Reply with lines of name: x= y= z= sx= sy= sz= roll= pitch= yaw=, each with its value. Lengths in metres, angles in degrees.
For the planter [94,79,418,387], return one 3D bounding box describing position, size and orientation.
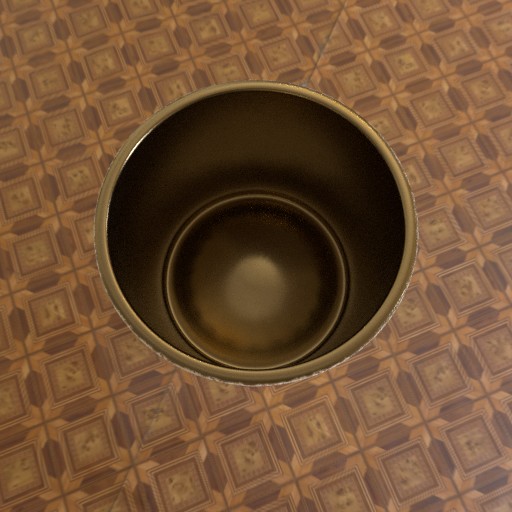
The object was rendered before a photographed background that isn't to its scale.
planter: x=0.000 y=0.000 z=0.445 sx=0.254 sy=0.221 sz=0.254 roll=0 pitch=74 yaw=0
